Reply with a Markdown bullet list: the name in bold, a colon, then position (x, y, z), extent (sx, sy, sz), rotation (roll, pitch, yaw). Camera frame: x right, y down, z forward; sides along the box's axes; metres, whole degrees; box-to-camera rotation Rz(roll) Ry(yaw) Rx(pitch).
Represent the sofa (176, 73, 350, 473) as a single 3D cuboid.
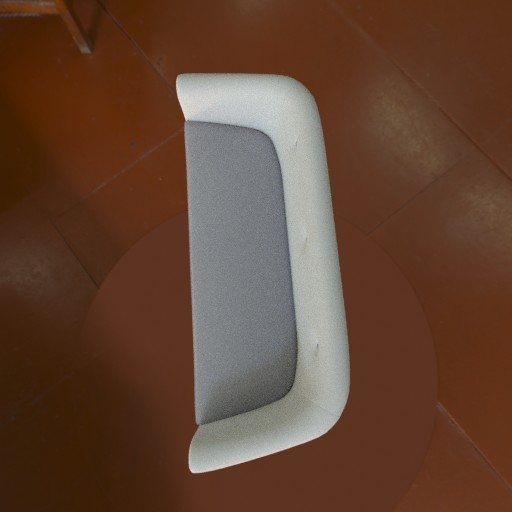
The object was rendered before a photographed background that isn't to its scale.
- **sofa**: position (0.000, 0.000, 2.544), extent (0.827, 0.795, 2.160), rotation (-4, 76, -1)
